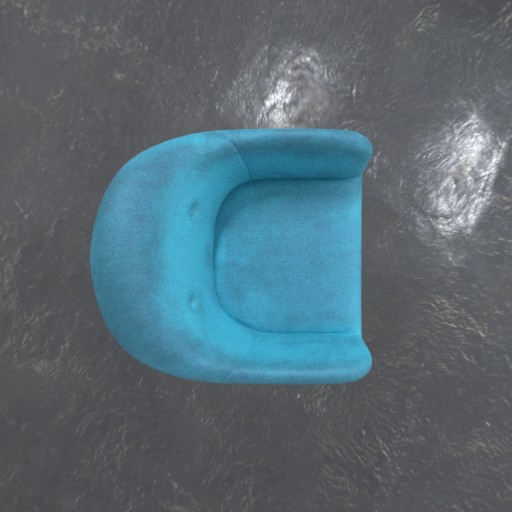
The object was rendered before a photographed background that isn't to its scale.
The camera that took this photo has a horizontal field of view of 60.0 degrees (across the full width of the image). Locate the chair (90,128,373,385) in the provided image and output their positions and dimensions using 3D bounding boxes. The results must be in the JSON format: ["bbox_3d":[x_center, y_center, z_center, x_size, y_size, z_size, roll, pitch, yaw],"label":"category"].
[{"bbox_3d":[0.000,0.000,1.139,0.570,0.780,0.540,0,91,1],"label":"chair"}]
